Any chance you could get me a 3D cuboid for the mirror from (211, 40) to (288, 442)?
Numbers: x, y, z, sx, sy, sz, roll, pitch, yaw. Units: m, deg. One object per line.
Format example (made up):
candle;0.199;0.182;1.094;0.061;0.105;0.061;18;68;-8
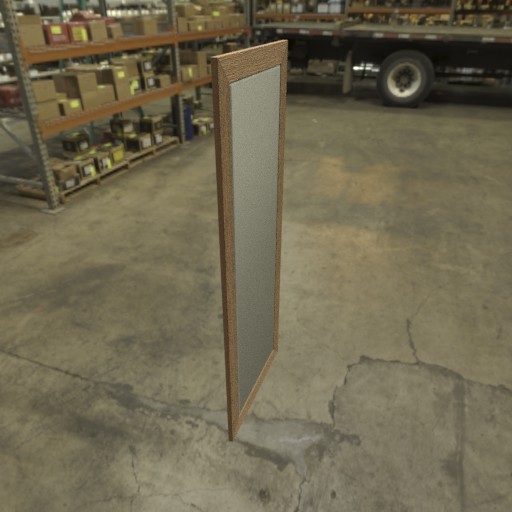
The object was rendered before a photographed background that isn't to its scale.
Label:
mirror;0.000;0.000;2.375;0.026;2.031;0.812;11;32;18
